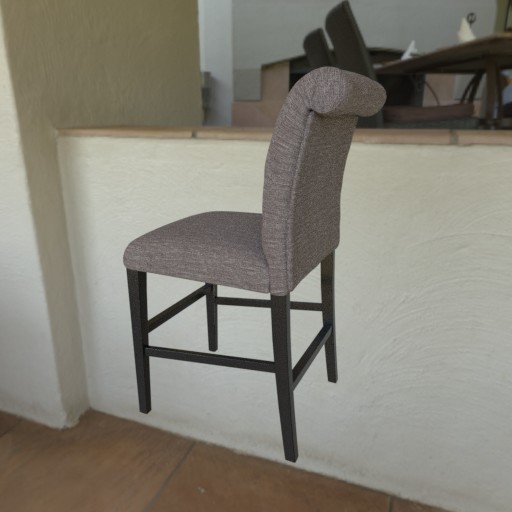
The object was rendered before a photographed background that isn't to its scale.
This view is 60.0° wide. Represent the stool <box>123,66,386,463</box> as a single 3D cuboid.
[{"bbox_3d":[0.000,0.000,1.293,0.611,0.970,0.457,8,19,24],"label":"stool"}]
